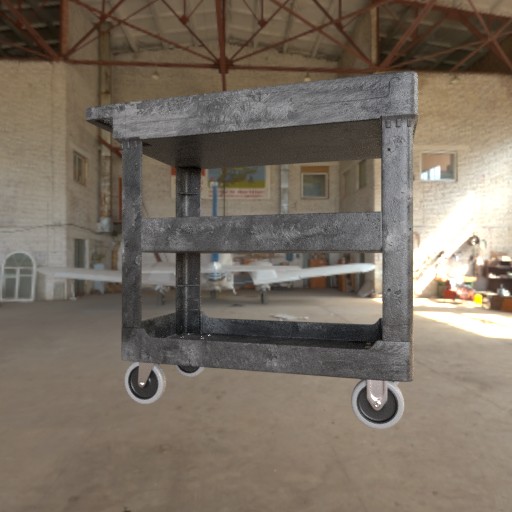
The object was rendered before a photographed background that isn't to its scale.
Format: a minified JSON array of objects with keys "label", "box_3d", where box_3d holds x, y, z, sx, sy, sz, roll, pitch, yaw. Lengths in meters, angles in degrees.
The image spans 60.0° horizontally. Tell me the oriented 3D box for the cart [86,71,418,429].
[{"label":"cart","box_3d":[0.000,0.000,1.301,0.877,0.824,0.420,0,0,17]}]
